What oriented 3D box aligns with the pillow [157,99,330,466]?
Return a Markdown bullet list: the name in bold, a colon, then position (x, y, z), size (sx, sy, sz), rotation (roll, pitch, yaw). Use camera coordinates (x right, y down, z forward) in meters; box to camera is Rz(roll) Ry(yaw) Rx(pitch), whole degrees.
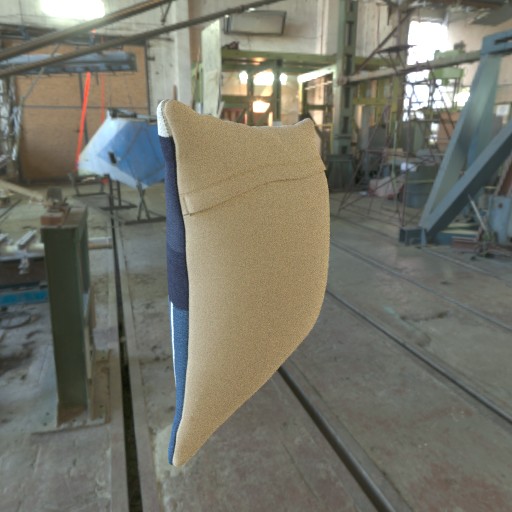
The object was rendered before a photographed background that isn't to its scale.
- **pillow**: position (0.000, 0.000, 0.800), size (0.229, 0.506, 0.536), rotation (8, 17, 25)
